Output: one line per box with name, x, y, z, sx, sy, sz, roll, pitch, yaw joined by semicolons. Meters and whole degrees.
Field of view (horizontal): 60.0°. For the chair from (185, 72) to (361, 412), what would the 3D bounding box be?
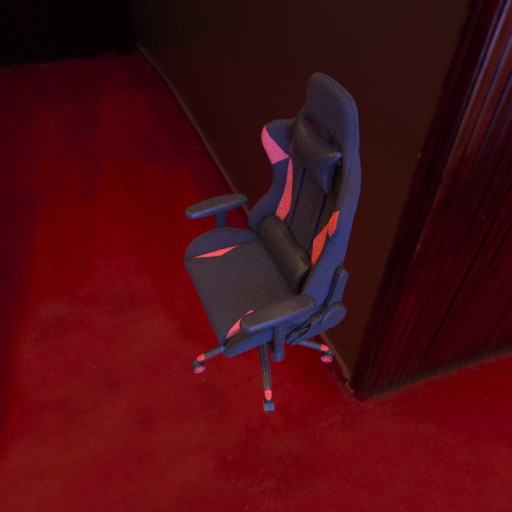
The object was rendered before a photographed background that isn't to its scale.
chair;0.000;0.000;1.749;0.658;1.326;0.695;-17;48;-16
